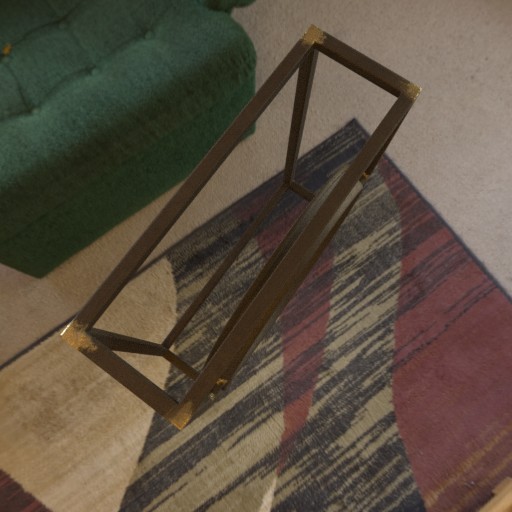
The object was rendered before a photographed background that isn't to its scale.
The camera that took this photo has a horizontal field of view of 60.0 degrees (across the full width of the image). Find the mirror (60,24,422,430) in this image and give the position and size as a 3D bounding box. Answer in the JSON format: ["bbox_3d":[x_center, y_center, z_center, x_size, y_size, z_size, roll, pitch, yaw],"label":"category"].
[{"bbox_3d":[0.000,0.000,0.468,0.107,0.303,0.306,35,78,8],"label":"mirror"}]
